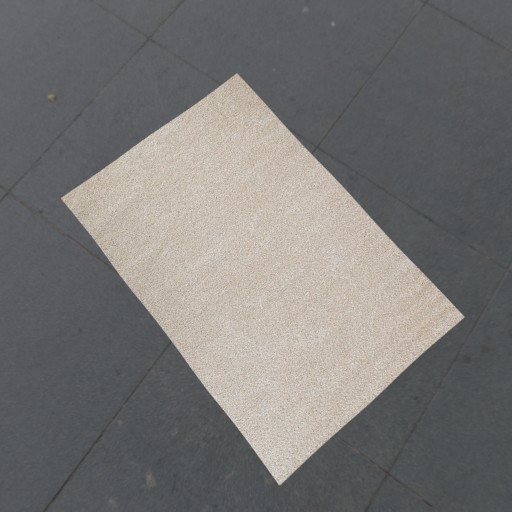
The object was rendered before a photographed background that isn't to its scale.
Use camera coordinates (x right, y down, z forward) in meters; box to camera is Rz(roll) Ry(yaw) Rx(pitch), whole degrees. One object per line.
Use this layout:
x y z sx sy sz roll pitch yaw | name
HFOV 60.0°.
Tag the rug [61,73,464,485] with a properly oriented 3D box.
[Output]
0.000 0.000 3.418 1.800 0.025 2.699 -39 79 -9 | rug
